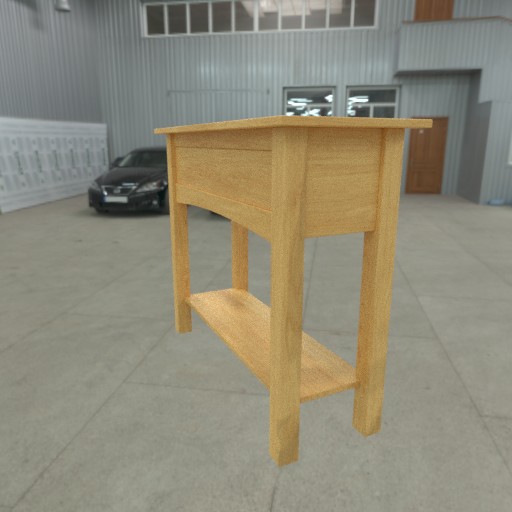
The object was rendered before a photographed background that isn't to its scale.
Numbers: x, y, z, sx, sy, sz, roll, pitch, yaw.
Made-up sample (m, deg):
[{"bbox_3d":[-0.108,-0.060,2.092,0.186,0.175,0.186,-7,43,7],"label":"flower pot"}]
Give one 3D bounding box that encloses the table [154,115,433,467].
[{"bbox_3d":[0.000,0.000,1.285,0.340,0.728,0.900,-7,16,-25],"label":"table"}]
